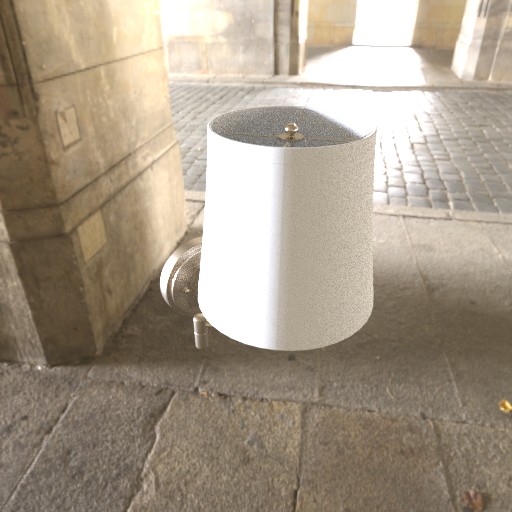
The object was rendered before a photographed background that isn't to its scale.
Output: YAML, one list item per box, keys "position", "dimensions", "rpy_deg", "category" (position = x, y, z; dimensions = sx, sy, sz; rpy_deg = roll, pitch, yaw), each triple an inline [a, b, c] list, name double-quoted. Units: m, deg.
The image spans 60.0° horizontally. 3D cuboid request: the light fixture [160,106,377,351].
- position: [0.000, 0.000, 0.605]
  dimensions: [0.223, 0.381, 0.348]
  rpy_deg: [-21, 36, -31]
  category: "light fixture"
